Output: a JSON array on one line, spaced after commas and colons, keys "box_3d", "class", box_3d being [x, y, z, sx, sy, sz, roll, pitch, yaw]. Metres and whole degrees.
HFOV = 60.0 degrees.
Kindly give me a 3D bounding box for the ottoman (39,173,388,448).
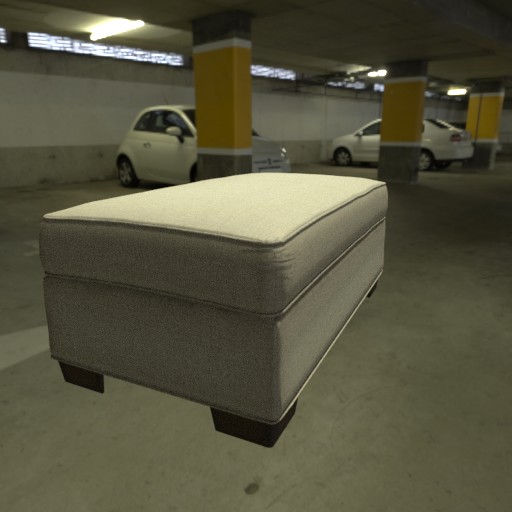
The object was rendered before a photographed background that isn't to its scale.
[{"box_3d": [0.000, 0.000, 1.393, 0.617, 0.461, 1.097, 7, 17, 25], "class": "ottoman"}]
